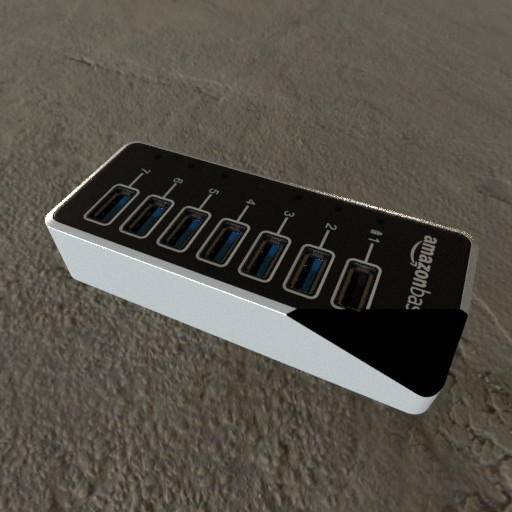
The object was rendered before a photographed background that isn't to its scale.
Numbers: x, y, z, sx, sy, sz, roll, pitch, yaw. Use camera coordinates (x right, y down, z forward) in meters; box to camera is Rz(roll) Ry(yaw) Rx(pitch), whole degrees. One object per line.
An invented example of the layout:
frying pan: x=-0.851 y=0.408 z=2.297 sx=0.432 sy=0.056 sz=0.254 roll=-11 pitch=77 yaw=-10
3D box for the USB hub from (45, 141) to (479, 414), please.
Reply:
USB hub: x=0.000 y=0.000 z=0.126 sx=0.110 sy=0.023 sz=0.044 roll=19 pitch=51 yaw=16
